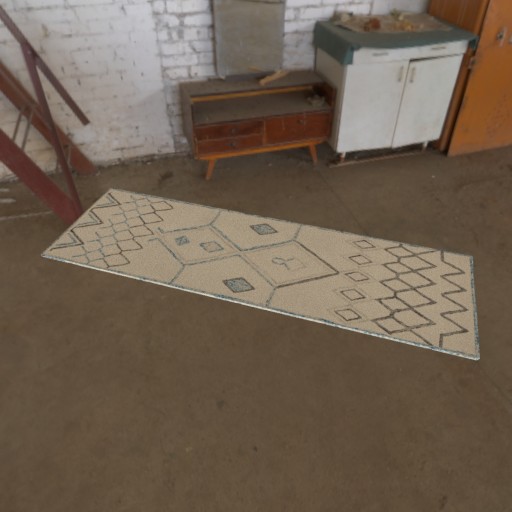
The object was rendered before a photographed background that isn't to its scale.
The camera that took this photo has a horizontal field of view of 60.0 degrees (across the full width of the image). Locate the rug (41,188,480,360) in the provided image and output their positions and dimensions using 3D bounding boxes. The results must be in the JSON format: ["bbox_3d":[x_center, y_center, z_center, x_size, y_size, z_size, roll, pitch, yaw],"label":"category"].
[{"bbox_3d":[0.000,0.000,2.620,2.434,0.013,0.770,12,42,13],"label":"rug"}]
